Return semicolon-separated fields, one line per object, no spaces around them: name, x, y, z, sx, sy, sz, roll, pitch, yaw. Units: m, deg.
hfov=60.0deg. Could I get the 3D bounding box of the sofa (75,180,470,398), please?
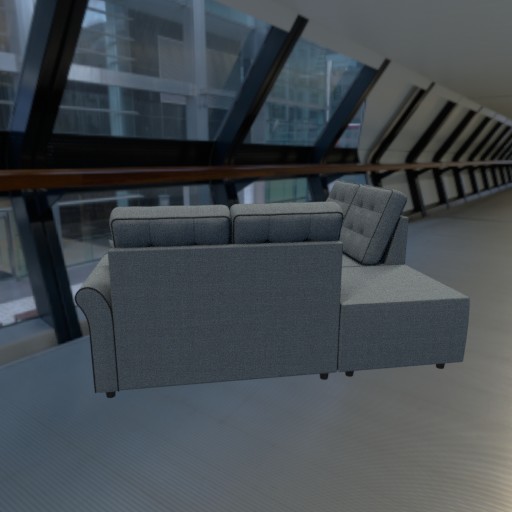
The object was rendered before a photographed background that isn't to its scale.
sofa;0.000;0.000;3.255;2.070;0.988;2.068;-2;14;-9
